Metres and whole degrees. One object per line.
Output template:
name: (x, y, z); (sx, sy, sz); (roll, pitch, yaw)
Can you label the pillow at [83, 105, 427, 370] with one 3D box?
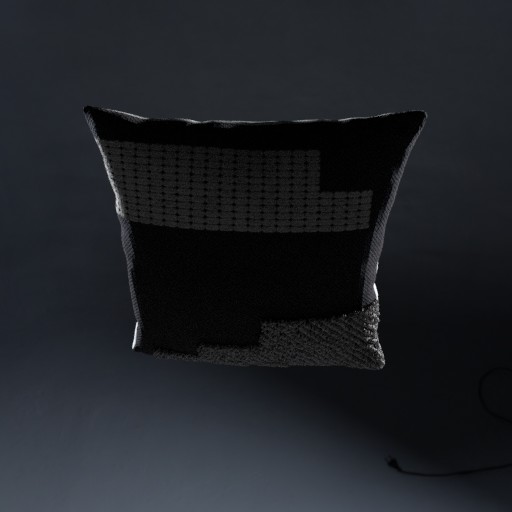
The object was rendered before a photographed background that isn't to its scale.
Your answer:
pillow: (0.000, 0.000, 0.721); (0.475, 0.473, 0.178); (1, 30, 2)
